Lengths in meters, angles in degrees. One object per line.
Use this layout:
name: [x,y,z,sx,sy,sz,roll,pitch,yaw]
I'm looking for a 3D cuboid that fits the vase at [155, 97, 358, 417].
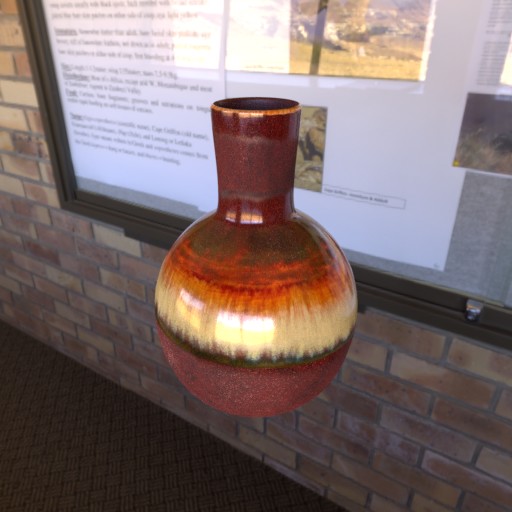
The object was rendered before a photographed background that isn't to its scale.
vase: [0.000,0.000,0.234,0.111,0.154,0.111,0,28,0]
